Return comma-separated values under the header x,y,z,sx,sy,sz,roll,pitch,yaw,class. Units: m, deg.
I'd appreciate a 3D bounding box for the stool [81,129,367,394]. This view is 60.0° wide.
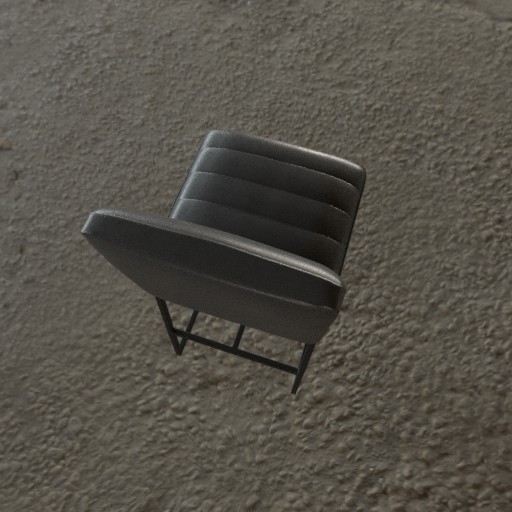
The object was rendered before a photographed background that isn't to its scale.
x,y,z,sx,sy,sz,roll,pitch,yaw,class
0.000,0.000,1.219,0.457,0.938,0.552,16,64,8,stool
